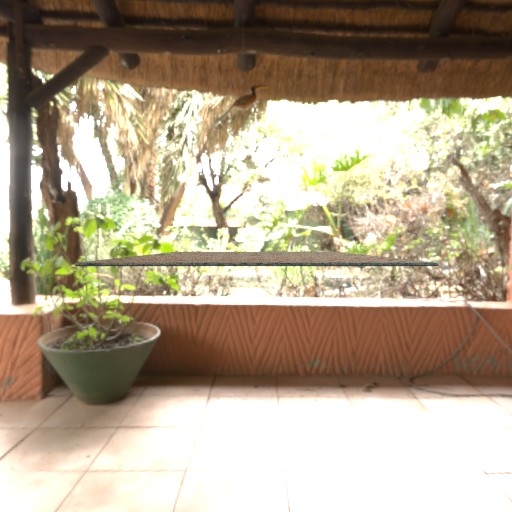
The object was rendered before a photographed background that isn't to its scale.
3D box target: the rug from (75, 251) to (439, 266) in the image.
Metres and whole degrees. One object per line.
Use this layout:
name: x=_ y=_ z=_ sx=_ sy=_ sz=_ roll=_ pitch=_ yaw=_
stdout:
rug: x=0.000 y=0.000 z=3.065 sx=1.524 sy=0.015 sz=2.438 roll=0 pitch=2 yaw=0
